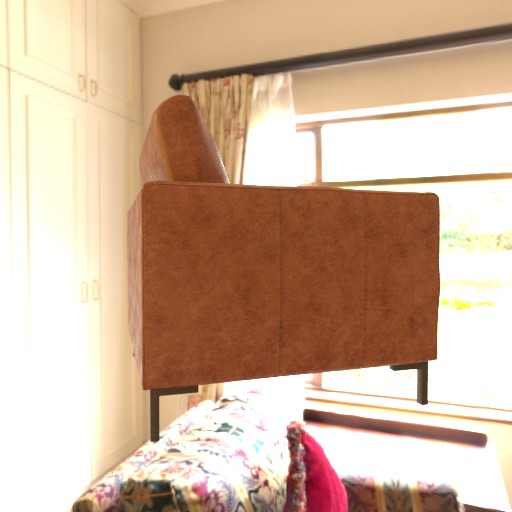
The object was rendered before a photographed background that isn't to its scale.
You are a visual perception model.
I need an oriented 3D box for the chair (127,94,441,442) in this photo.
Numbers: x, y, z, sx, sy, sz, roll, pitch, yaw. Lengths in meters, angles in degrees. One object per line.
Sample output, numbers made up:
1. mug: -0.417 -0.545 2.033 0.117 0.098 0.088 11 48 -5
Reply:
1. chair: 0.000 0.000 1.602 0.862 0.869 0.967 0 1 -18
